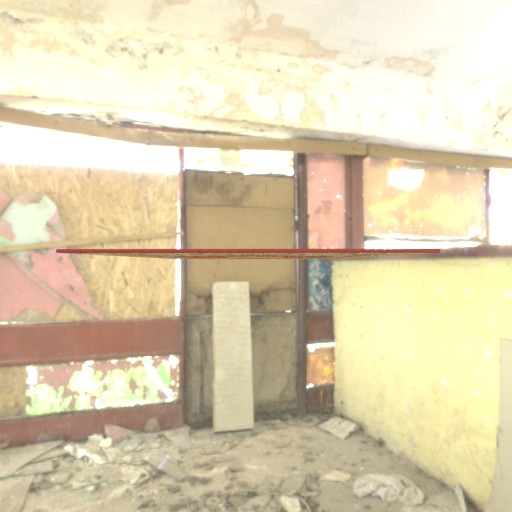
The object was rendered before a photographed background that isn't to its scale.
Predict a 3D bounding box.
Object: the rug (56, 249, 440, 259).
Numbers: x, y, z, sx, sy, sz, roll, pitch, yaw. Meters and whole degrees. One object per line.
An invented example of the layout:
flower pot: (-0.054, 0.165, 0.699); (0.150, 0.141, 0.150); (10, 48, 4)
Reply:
rug: (0.000, 0.000, 2.270); (1.194, 0.013, 1.802); (0, -1, 2)
